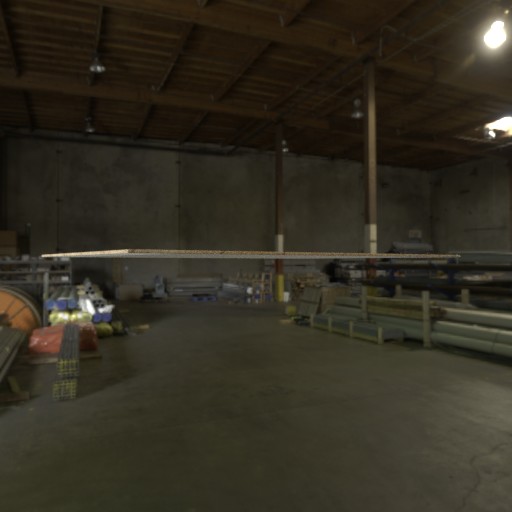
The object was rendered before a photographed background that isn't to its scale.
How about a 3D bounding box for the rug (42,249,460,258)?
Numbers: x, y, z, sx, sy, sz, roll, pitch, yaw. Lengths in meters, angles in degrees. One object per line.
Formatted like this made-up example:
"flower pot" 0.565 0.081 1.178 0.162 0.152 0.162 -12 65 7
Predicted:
"rug" 0.000 0.000 2.911 2.292 0.014 1.528 1 -1 -36
